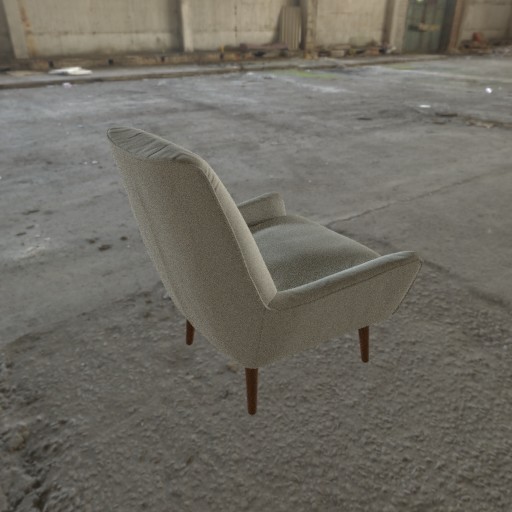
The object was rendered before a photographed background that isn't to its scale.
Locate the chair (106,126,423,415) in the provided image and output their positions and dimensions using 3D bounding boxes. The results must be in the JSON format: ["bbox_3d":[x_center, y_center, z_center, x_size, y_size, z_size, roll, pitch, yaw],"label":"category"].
[{"bbox_3d":[0.000,0.000,1.518,0.822,0.888,0.787,-18,33,-31],"label":"chair"}]
